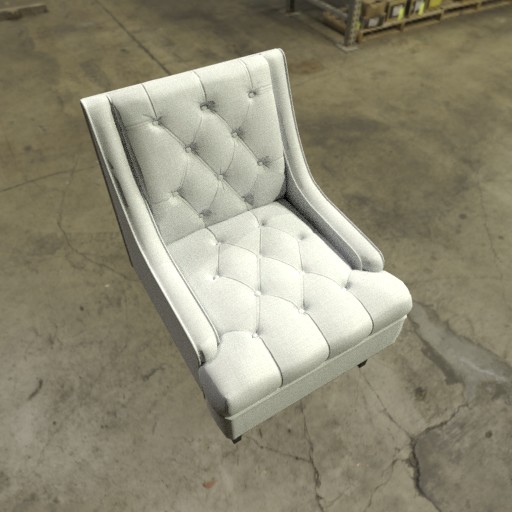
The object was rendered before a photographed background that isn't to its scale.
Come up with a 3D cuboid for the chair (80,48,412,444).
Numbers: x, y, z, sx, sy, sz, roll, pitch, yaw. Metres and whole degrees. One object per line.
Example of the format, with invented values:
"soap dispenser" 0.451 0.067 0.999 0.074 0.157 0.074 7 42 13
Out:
"chair" 0.000 0.000 1.375 0.658 0.891 0.772 -24 52 -20
